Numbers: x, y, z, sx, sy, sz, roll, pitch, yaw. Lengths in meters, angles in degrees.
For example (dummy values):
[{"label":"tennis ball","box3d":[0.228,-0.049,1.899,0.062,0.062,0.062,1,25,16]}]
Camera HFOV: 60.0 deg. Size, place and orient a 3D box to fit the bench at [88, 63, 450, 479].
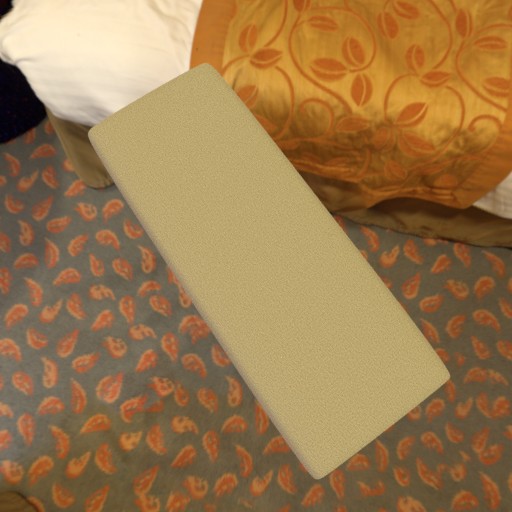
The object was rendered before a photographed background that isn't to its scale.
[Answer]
[{"label":"bench","box3d":[0.000,0.000,1.859,0.646,0.393,1.609,-34,78,-8]}]
